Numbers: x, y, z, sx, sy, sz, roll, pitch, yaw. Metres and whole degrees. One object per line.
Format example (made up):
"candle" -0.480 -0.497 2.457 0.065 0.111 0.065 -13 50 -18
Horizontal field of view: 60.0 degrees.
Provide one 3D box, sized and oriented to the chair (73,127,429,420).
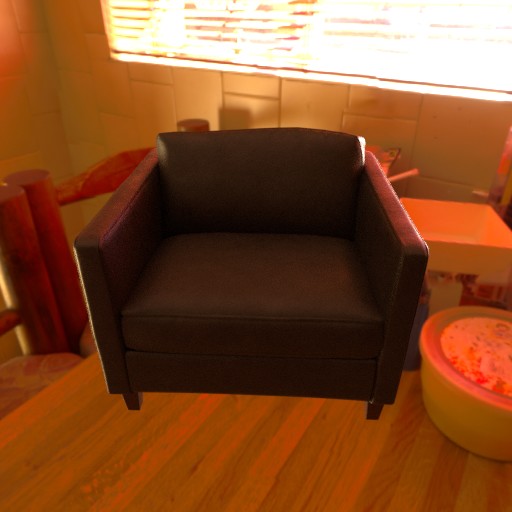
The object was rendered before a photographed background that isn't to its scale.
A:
"chair" 0.000 0.000 1.615 0.939 0.811 0.862 1 30 2
